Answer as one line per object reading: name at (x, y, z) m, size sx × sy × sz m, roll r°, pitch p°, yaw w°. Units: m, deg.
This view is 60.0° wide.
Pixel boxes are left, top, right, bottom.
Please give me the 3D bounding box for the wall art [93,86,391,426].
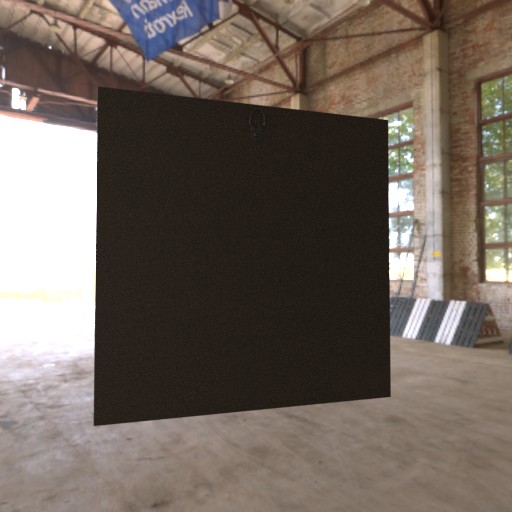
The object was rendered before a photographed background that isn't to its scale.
wall art at (0.000, 0.000, 1.182) m, size 0.805 × 0.807 × 0.043 m, roll 1°, pitch -2°, yaw -17°
